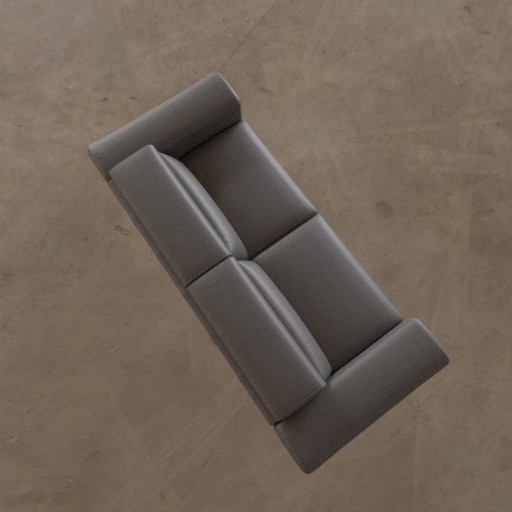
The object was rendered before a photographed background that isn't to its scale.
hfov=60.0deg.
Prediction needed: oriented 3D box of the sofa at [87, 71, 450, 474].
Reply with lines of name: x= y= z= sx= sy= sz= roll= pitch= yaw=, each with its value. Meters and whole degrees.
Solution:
sofa: x=0.000 y=0.000 z=2.783 sx=1.023 sy=0.759 sz=2.321 roll=-34 pitch=77 yaw=-9
